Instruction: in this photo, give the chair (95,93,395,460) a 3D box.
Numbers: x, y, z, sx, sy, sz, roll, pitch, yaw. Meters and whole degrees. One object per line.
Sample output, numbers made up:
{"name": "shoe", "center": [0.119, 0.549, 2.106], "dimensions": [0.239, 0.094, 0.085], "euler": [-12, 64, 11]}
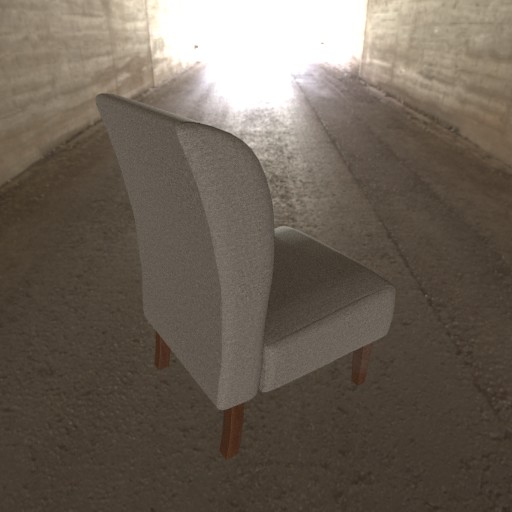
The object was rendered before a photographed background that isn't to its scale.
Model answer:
{"name": "chair", "center": [0.000, 0.000, 1.164], "dimensions": [0.592, 0.804, 0.513], "euler": [-18, 32, -31]}
